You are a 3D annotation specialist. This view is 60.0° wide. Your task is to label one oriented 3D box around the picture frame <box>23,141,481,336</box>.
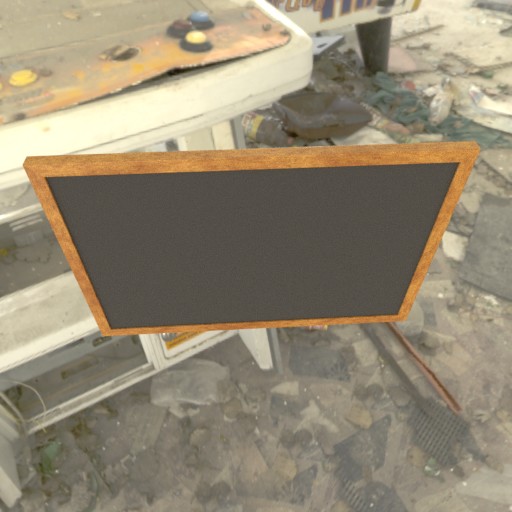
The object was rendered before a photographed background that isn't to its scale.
[{"bbox_3d":[0.000,0.000,1.128,0.922,0.621,0.029,-3,48,-2],"label":"picture frame"}]
